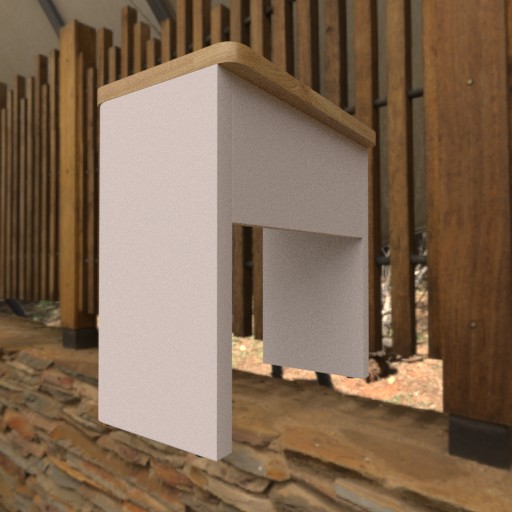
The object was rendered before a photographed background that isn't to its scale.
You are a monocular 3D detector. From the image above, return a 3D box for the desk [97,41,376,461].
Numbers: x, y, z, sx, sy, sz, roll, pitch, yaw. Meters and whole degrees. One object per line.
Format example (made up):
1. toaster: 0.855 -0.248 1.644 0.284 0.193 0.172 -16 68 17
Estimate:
1. desk: 0.000 0.000 1.243 0.440 0.790 0.760 -1 -1 35
